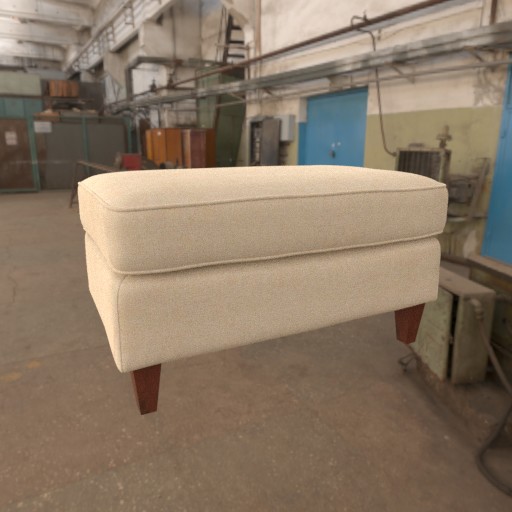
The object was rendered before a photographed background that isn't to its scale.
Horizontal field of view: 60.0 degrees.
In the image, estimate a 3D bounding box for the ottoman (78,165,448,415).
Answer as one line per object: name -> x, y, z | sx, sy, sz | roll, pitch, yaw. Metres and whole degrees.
ottoman -> 0.000, 0.000, 1.241 | 0.862, 0.484, 0.583 | -7, 16, -26
